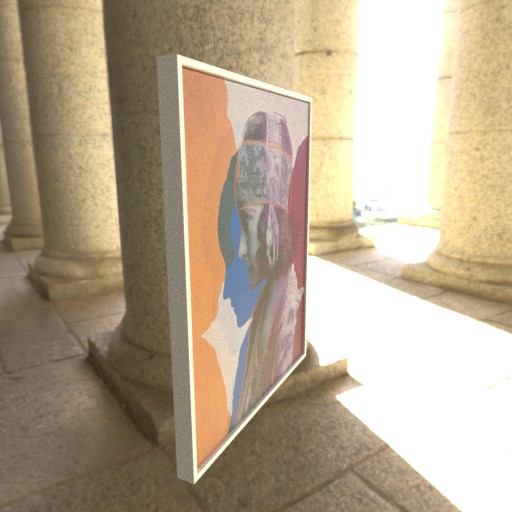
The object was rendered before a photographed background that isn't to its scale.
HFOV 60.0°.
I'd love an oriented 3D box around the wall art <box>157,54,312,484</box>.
[{"bbox_3d":[0.000,0.000,0.746,0.030,0.549,0.443,6,15,26],"label":"wall art"}]
